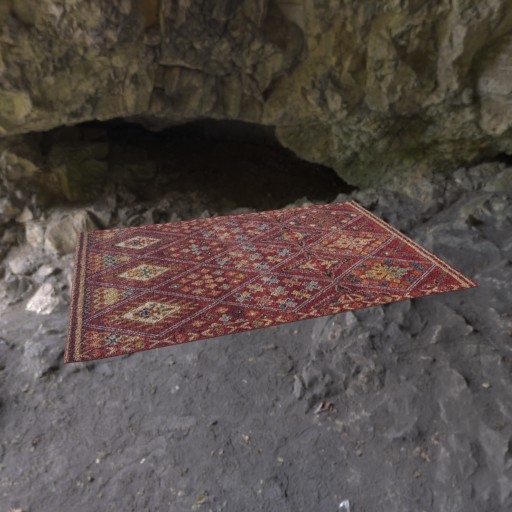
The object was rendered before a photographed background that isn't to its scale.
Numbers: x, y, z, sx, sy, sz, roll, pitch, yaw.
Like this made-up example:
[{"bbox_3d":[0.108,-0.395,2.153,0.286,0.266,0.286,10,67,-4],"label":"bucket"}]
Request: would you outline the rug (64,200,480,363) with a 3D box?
[{"bbox_3d":[0.000,0.000,2.928,2.286,0.026,1.521,-8,28,-16],"label":"rug"}]
